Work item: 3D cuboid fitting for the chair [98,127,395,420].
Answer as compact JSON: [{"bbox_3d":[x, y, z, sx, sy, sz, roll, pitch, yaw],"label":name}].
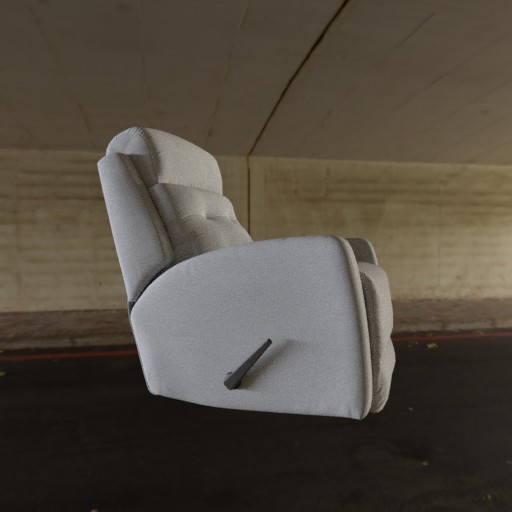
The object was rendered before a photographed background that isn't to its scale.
[{"bbox_3d":[0.000,0.000,1.750,1.043,1.013,0.798,1,2,20],"label":"chair"}]
